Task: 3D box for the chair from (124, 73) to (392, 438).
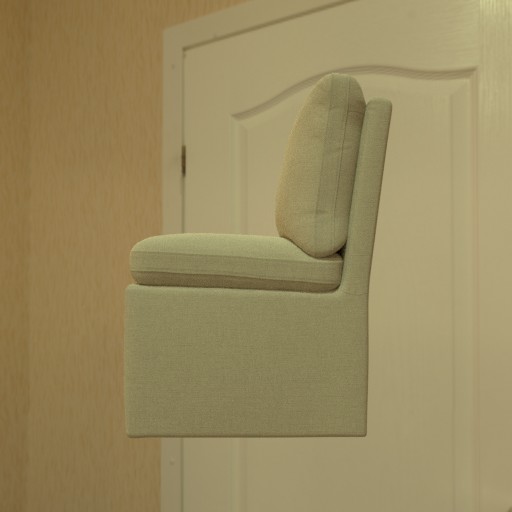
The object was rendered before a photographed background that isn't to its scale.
[{"bbox_3d":[0.000,0.000,1.346,0.698,0.927,0.503,0,-1,0],"label":"chair"}]
